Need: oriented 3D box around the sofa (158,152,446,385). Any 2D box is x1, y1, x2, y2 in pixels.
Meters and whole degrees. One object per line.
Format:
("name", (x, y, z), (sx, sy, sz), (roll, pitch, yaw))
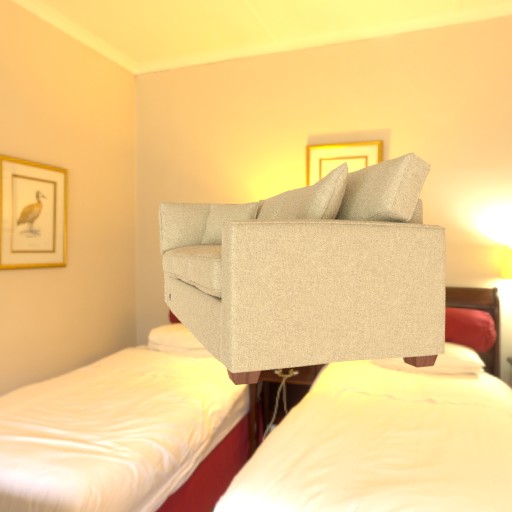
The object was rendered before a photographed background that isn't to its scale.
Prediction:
("sofa", (0.000, 0.000, 2.908), (1.061, 0.962, 2.317), (0, 1, -18))
